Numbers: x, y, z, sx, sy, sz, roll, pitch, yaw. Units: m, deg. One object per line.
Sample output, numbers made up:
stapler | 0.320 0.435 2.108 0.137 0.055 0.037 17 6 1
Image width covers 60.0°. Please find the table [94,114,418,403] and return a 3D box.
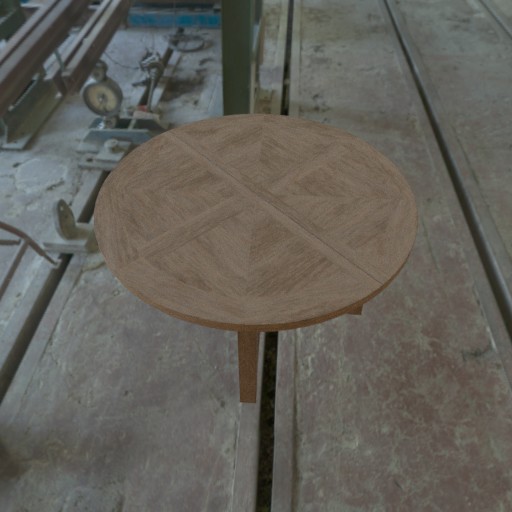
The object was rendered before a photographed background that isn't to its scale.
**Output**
table | 0.000 0.000 2.133 1.319 0.762 1.319 0 47 0
